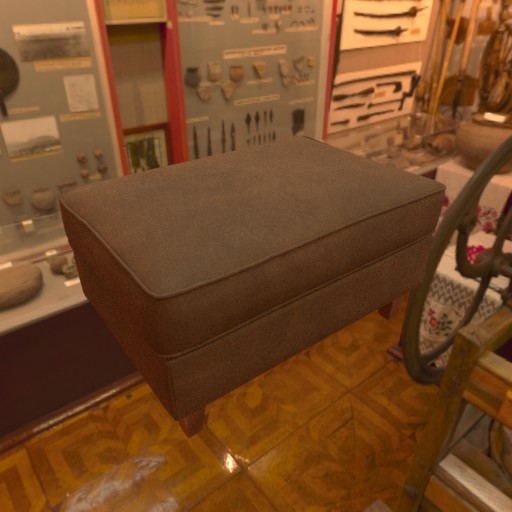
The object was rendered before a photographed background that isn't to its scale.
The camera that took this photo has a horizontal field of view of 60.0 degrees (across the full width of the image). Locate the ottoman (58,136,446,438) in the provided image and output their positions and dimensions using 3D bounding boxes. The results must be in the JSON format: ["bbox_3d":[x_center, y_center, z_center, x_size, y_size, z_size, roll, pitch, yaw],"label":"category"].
[{"bbox_3d":[0.000,0.000,1.236,0.860,0.481,0.596,-21,37,-31],"label":"ottoman"}]
